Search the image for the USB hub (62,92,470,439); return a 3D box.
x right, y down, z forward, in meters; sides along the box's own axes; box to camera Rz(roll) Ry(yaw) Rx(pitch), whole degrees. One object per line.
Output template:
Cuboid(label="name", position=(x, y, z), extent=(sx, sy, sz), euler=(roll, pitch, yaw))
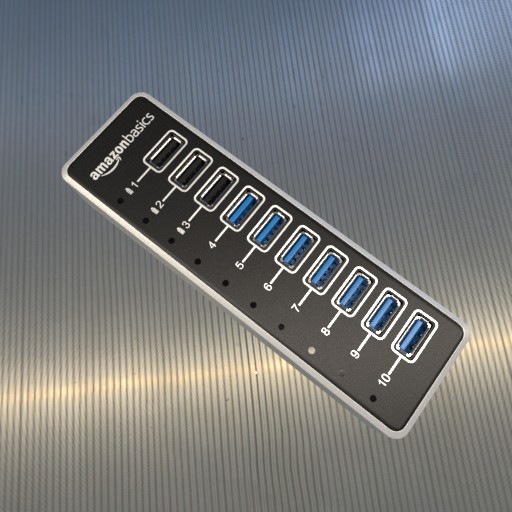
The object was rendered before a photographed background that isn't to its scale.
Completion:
Cuboid(label="USB hub", position=(0.000, 0.000, 0.160), extent=(0.145, 0.023, 0.044), euler=(37, 78, 9))
